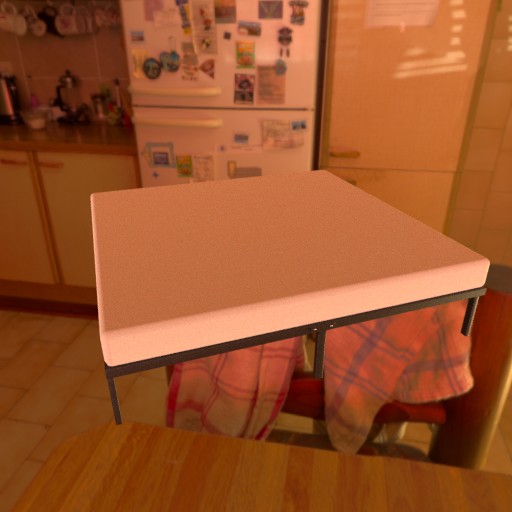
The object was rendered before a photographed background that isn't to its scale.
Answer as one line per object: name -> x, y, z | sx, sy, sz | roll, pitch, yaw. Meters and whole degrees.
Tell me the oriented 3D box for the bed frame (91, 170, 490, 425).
bed frame -> 0.000, 0.000, 3.896 | 2.635, 0.680, 2.526 | -9, 28, -17
